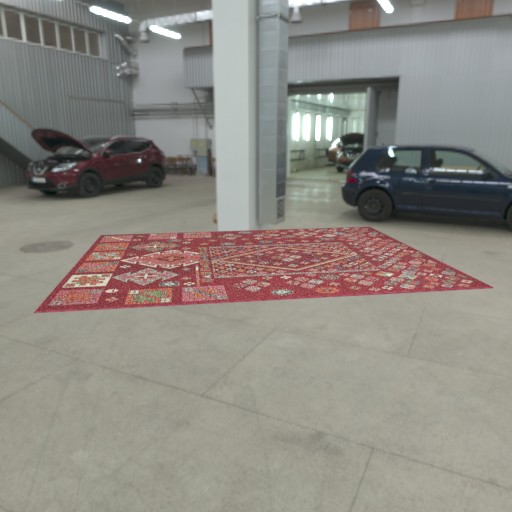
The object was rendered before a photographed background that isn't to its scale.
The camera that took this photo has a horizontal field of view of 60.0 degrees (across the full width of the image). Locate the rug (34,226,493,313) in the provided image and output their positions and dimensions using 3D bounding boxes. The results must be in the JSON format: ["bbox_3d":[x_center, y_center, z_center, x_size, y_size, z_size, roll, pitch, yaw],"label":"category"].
[{"bbox_3d":[0.000,0.000,2.827,2.184,0.007,1.579,-2,15,-8],"label":"rug"}]
